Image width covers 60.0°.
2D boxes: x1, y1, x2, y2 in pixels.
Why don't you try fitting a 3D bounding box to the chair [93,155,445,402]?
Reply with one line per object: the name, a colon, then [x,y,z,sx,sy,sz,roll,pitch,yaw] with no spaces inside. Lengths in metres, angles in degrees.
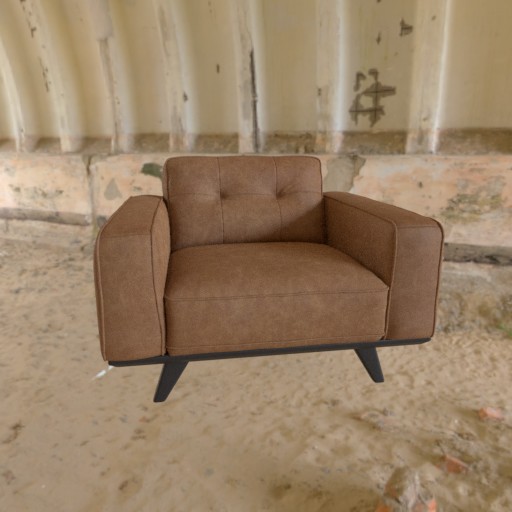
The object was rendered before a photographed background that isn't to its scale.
chair: [0.000,0.000,1.808,1.118,0.782,0.952,-2,15,-9]
